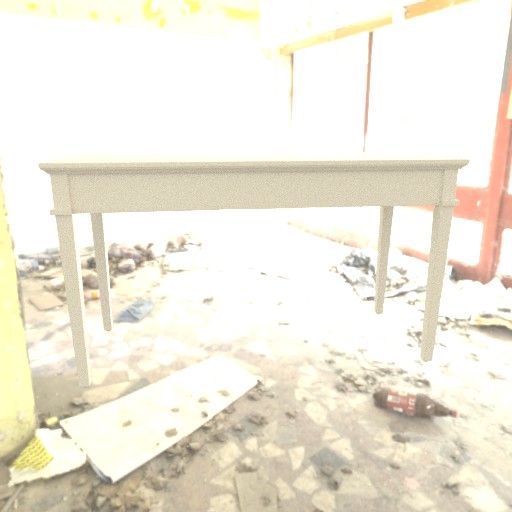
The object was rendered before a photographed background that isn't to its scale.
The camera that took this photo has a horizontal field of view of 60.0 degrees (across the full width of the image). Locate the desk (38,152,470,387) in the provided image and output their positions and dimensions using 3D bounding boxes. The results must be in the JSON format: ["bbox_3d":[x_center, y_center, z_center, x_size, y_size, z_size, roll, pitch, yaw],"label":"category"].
[{"bbox_3d":[0.000,0.000,1.762,1.372,0.774,0.559,-2,16,-8],"label":"desk"}]
